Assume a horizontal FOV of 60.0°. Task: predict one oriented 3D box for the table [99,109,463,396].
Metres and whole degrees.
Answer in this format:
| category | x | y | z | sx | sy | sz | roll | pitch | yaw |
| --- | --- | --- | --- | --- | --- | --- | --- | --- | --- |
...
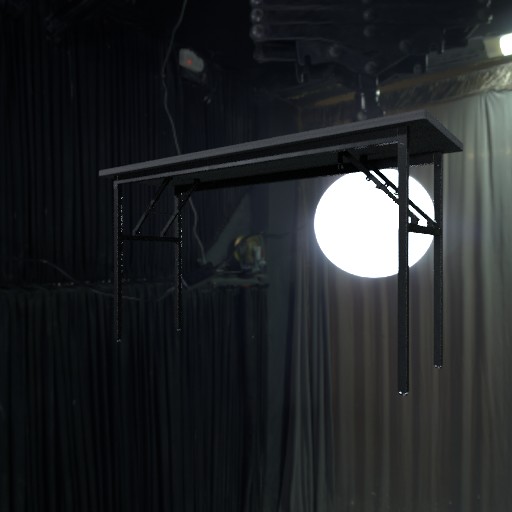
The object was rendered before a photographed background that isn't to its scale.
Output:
| category | x | y | z | sx | sy | sz | roll | pitch | yaw |
| --- | --- | --- | --- | --- | --- | --- | --- | --- | --- |
| table | 0.000 | 0.000 | 1.720 | 1.399 | 0.750 | 0.449 | 0 | 0 | 36 |
